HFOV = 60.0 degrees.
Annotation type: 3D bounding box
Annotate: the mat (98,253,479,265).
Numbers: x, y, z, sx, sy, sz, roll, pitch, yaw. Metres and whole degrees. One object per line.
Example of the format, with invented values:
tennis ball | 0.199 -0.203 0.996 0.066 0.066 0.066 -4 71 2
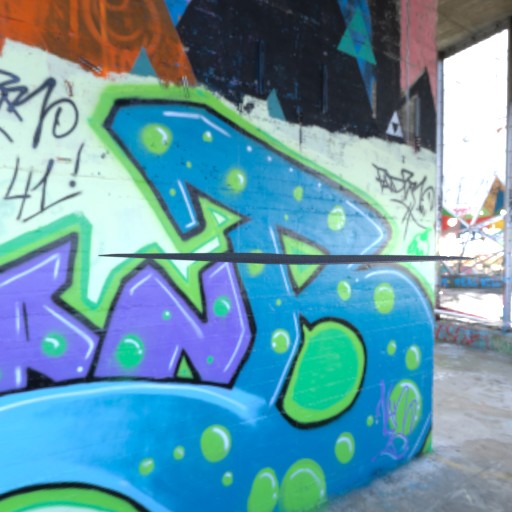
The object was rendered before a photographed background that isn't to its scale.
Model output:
mat | 0.000 0.000 1.867 0.918 0.013 1.524 -1 1 -37
